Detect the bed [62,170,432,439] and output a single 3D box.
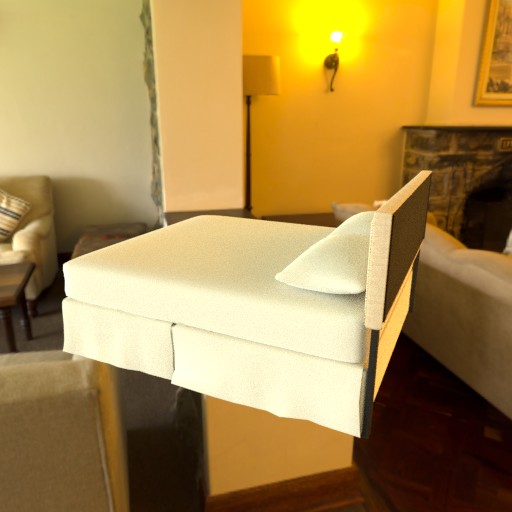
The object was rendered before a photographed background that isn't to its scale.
[{"bbox_3d":[0.000,0.000,2.842,1.876,1.016,1.616,8,19,25],"label":"bed"}]
